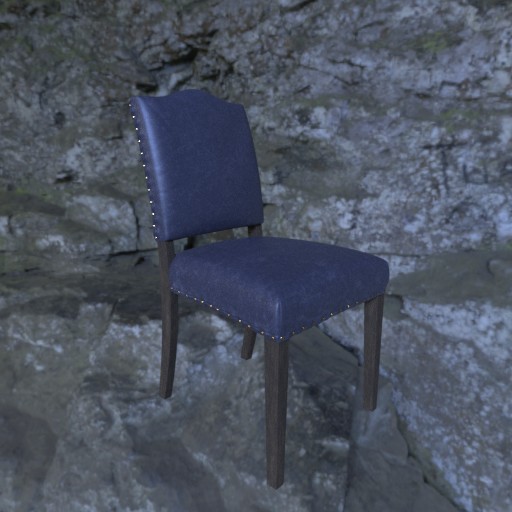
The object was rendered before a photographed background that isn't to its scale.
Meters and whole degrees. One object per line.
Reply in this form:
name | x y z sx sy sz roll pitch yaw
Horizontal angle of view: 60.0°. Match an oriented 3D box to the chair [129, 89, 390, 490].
chair | 0.000 0.000 1.340 0.633 0.991 0.500 14 20 43
